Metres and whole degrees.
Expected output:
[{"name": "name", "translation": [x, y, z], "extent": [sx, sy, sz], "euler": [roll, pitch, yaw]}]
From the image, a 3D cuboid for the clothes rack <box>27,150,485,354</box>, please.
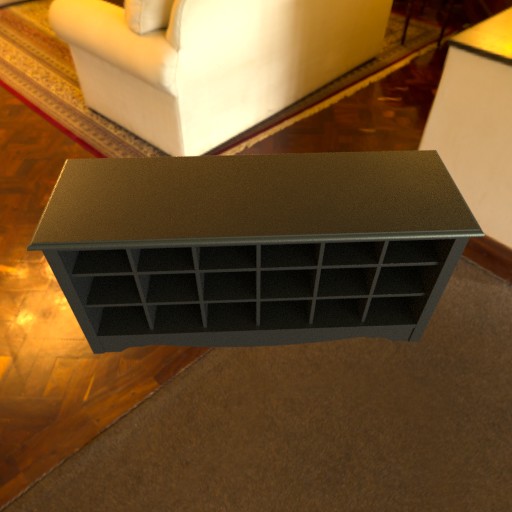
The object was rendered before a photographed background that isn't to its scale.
[{"name": "clothes rack", "translation": [0.000, 0.000, 1.510], "extent": [1.219, 0.556, 0.406], "euler": [-2, 47, -2]}]
